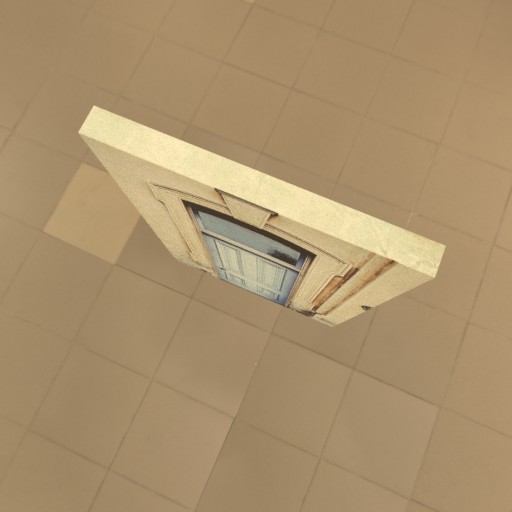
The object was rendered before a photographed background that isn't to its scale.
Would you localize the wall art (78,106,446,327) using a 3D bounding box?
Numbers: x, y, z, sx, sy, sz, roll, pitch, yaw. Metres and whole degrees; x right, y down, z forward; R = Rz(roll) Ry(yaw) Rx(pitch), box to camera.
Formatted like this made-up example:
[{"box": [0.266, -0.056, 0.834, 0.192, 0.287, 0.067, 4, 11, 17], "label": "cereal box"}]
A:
[{"box": [0.000, 0.000, 0.759, 0.403, 0.607, 0.036, 23, 77, 5], "label": "wall art"}]
